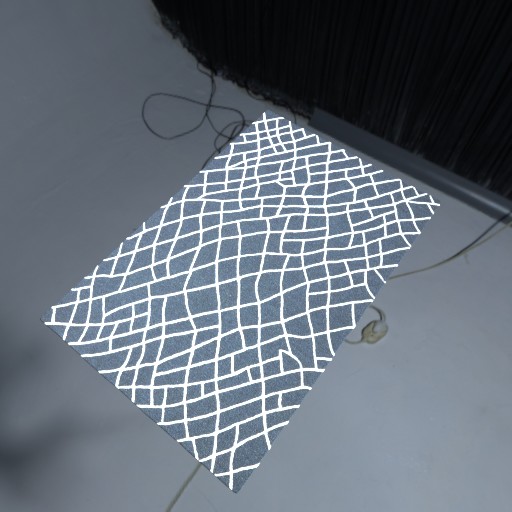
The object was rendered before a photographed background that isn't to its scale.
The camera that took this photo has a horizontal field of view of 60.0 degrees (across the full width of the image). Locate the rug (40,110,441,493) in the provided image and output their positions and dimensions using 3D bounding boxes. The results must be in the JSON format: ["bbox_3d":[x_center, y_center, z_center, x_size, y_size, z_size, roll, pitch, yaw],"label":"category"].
[{"bbox_3d":[0.000,0.000,2.305,1.223,0.013,1.830,34,65,18],"label":"rug"}]
